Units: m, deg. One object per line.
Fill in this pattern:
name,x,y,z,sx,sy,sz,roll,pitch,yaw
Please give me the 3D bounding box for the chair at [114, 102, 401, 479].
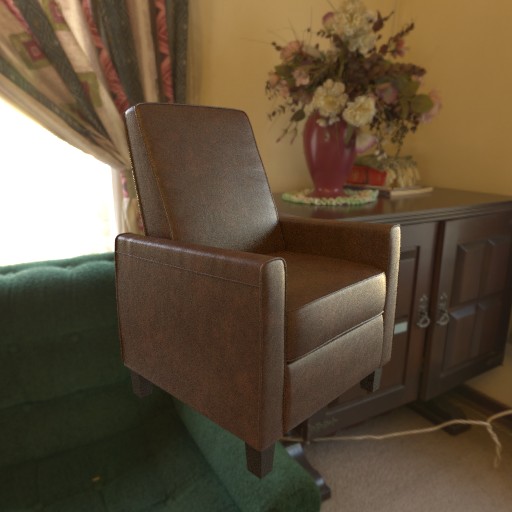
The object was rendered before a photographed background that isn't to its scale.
chair,0.000,0.000,1.512,0.746,1.013,0.705,13,19,42
